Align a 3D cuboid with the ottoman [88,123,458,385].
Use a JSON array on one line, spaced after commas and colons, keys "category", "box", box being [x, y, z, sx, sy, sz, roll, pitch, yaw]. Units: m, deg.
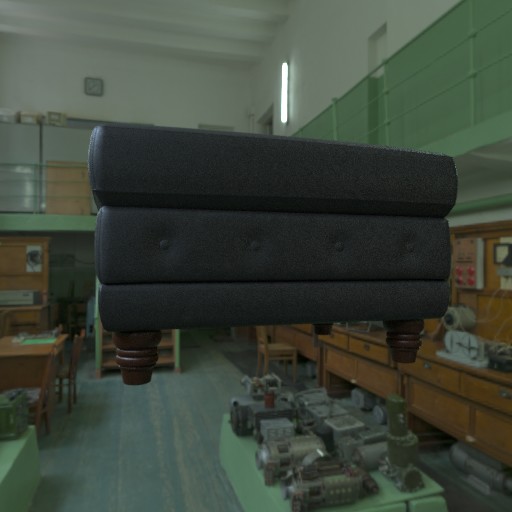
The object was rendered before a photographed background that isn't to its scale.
[{"category": "ottoman", "box": [0.000, 0.000, 1.155, 0.795, 0.498, 0.590, 0, -1, -18]}]
